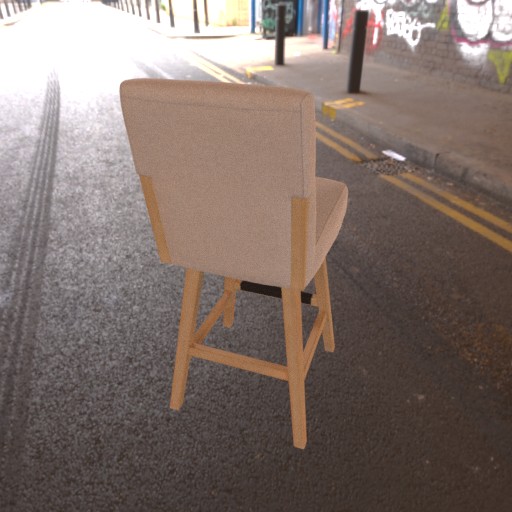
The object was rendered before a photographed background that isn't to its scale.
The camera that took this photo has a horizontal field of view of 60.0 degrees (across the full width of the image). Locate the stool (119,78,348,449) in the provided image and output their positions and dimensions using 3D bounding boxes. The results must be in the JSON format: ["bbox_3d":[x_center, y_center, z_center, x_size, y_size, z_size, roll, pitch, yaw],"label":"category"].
[{"bbox_3d":[0.000,0.000,1.268,0.446,1.015,0.543,11,33,17],"label":"stool"}]
